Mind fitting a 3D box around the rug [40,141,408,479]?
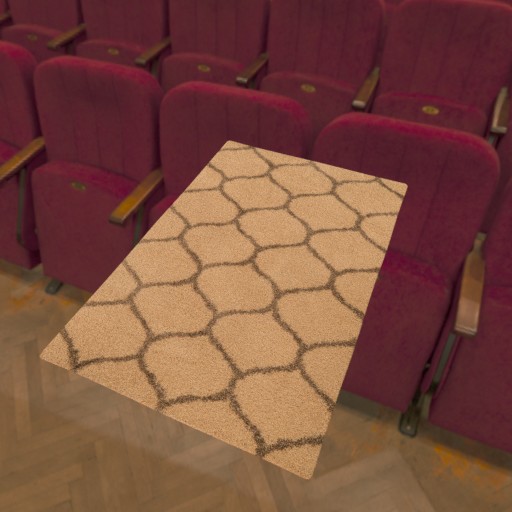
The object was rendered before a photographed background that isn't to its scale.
[{"bbox_3d":[0.000,0.000,3.384,1.801,0.026,2.701,18,49,16],"label":"rug"}]
